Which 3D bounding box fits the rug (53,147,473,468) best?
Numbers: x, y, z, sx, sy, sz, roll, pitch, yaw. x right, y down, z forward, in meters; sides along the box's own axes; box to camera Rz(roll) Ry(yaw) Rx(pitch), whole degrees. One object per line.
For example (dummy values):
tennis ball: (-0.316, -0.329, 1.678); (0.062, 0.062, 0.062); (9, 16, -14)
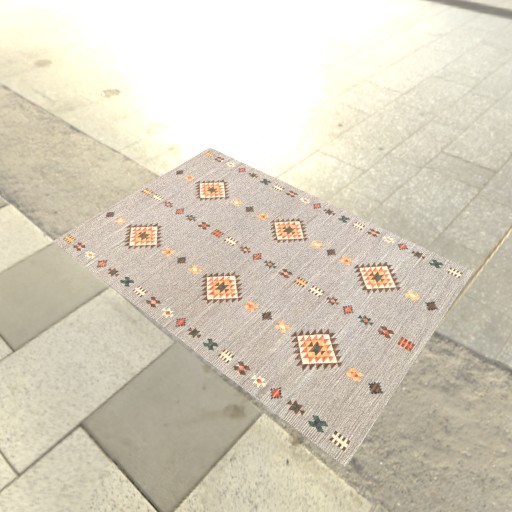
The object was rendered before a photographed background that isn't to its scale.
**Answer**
rug: (0.000, 0.000, 2.294); (1.818, 0.005, 1.217); (30, 53, 27)
